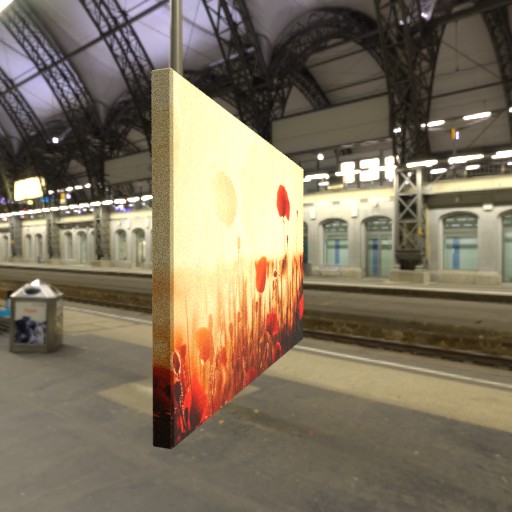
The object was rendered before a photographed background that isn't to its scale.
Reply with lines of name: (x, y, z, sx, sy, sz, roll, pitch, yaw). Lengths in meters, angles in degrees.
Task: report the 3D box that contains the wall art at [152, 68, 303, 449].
wall art: (0.000, 0.000, 1.136, 0.038, 0.602, 0.918, 0, 1, 19)
